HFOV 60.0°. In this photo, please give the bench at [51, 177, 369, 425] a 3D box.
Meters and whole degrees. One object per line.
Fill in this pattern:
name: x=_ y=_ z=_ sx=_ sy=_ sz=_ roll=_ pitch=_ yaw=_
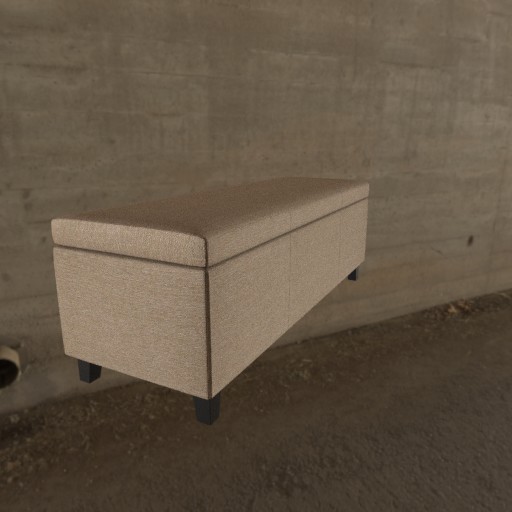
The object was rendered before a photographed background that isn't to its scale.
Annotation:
bench: x=0.000 y=0.000 z=1.508 sx=0.446 sy=0.438 sz=1.269 roll=8 pitch=17 yaw=27
